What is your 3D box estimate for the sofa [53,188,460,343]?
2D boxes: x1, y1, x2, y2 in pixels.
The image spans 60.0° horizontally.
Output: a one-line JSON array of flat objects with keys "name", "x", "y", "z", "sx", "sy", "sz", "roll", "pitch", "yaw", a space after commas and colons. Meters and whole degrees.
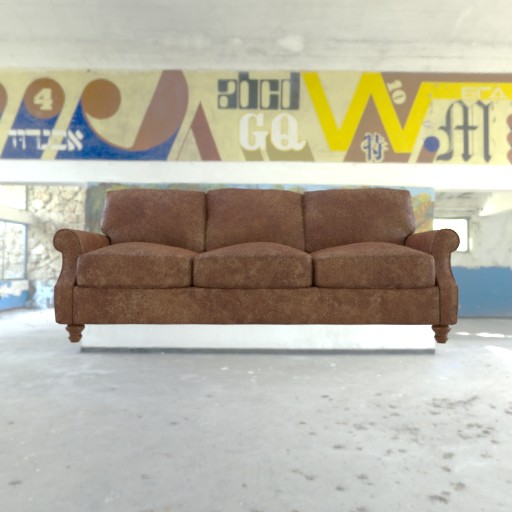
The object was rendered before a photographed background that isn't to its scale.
[{"name": "sofa", "x": 0.000, "y": 0.000, "z": 2.865, "sx": 2.351, "sy": 0.977, "sz": 0.973, "roll": 0, "pitch": -1, "yaw": 1}]
